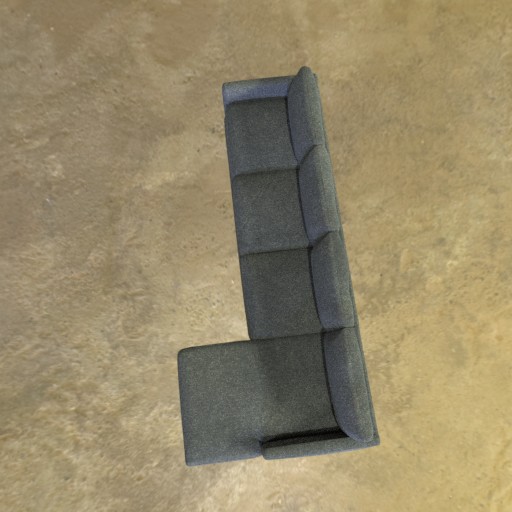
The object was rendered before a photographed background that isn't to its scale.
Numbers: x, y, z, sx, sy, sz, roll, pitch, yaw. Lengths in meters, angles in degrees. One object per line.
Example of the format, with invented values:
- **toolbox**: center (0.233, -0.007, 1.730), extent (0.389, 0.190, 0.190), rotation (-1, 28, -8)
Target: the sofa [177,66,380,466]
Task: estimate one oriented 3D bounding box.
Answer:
- **sofa**: center (0.000, 0.000, 3.462), extent (1.350, 0.810, 2.932), rotation (-6, 76, -2)
